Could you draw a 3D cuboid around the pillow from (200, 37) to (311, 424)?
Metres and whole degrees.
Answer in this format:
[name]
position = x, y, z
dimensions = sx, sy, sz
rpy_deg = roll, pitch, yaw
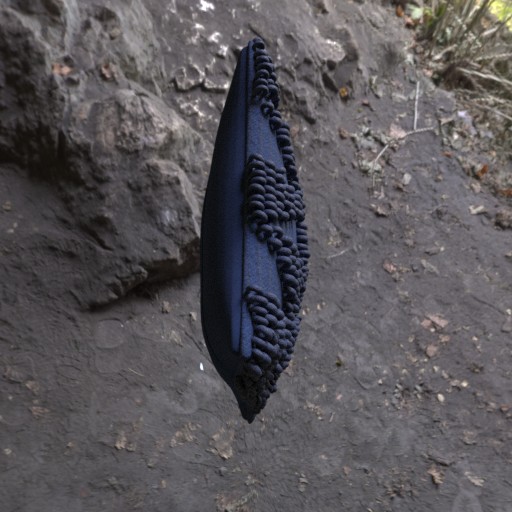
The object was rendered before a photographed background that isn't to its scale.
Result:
[pillow]
position = 0.000, 0.000, 0.718
dimensions = 0.172, 0.466, 0.469
rpy_deg = 0, 64, 0
